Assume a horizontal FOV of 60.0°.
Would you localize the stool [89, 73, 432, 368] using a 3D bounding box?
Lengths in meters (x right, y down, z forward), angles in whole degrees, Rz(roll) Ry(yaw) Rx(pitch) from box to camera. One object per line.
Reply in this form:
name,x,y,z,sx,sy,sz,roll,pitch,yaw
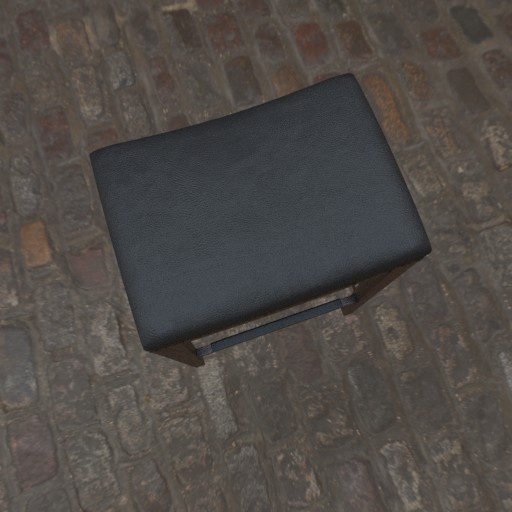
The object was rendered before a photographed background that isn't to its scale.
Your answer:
stool,0.000,0.000,1.016,0.500,0.765,0.361,-19,77,-4
